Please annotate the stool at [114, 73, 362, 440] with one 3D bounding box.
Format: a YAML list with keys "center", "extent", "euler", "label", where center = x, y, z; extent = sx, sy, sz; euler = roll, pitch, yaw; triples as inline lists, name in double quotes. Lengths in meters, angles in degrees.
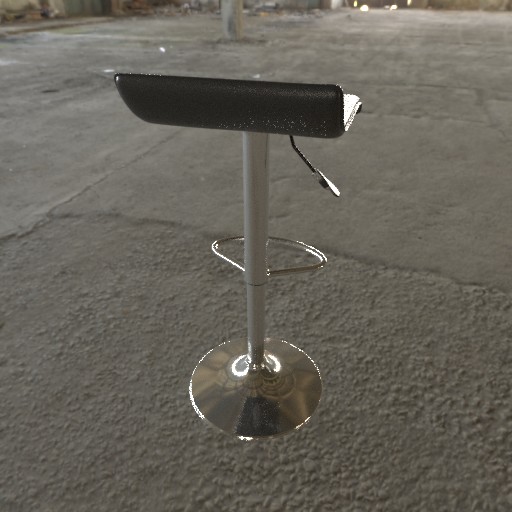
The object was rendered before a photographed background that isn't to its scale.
- center: [0.000, 0.000, 1.045]
  extent: [0.381, 0.851, 0.381]
  euler: [9, 33, 15]
  label: "stool"
